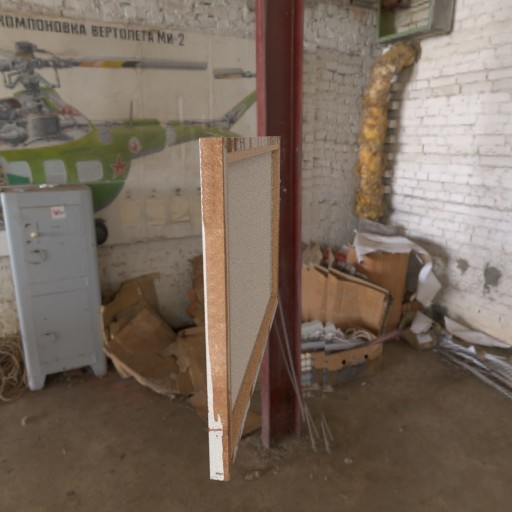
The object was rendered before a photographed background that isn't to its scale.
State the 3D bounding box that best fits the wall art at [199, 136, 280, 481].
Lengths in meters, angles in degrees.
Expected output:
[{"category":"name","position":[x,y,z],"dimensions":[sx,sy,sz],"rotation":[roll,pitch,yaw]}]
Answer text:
[{"category":"wall art","position":[0.000,0.000,1.171],"dimensions":[0.035,0.609,0.914],"rotation":[2,15,8]}]
